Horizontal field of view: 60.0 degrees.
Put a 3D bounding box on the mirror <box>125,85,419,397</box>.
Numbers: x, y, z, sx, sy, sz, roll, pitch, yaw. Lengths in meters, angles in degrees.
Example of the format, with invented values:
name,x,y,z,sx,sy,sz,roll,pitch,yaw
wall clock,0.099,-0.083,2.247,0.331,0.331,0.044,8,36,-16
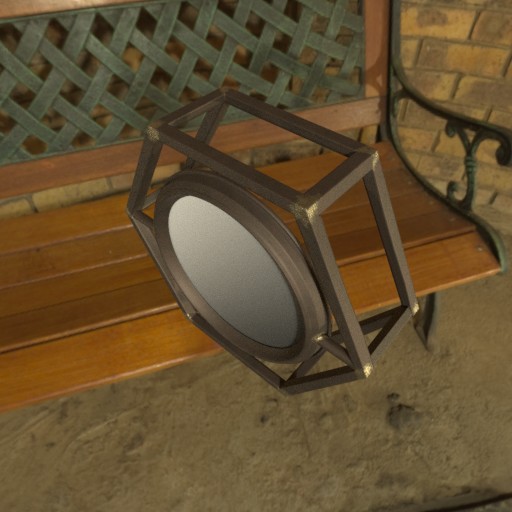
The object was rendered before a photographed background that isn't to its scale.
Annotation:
name,x,y,z,sx,sy,sz,roll,pitch,yaw
mirror,0.000,0.000,0.549,0.380,0.334,0.119,32,55,26
